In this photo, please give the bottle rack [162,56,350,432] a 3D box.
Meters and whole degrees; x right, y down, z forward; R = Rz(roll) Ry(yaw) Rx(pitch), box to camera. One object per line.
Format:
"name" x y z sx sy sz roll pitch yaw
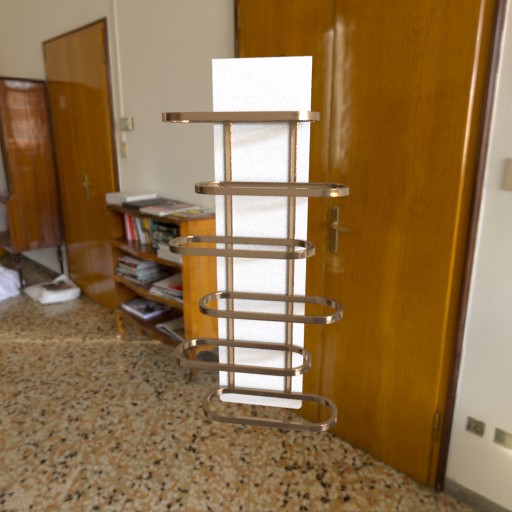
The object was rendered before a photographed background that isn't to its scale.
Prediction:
"bottle rack" 0.000 0.000 0.835 0.332 0.709 0.118 3 15 9
